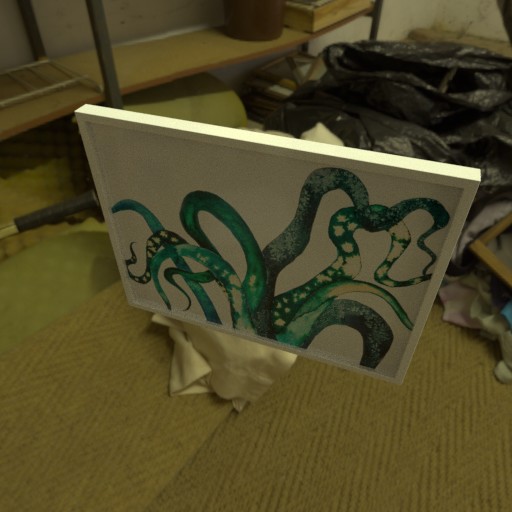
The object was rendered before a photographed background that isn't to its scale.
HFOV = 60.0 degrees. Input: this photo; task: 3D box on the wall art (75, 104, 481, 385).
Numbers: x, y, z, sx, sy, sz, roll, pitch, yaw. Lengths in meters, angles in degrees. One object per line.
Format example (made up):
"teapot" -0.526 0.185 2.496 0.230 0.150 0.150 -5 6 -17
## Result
"wall art" 0.000 0.000 1.360 1.041 0.787 0.053 14 43 15
